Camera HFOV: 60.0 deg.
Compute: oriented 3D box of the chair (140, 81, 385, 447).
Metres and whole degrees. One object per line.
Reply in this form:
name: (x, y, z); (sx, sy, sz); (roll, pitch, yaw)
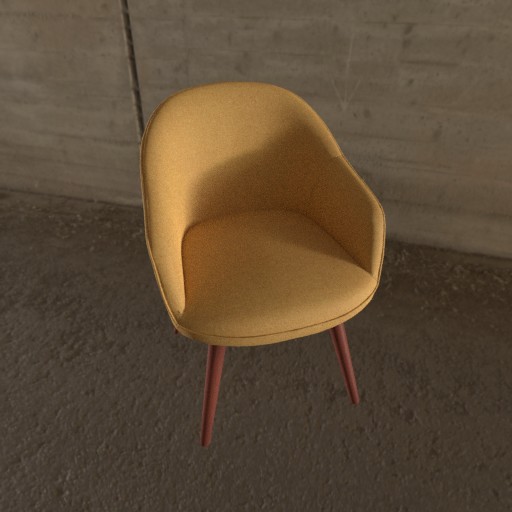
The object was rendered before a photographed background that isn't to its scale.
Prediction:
chair: (0.000, 0.000, 1.266); (0.596, 0.823, 0.635); (-10, 35, -15)
